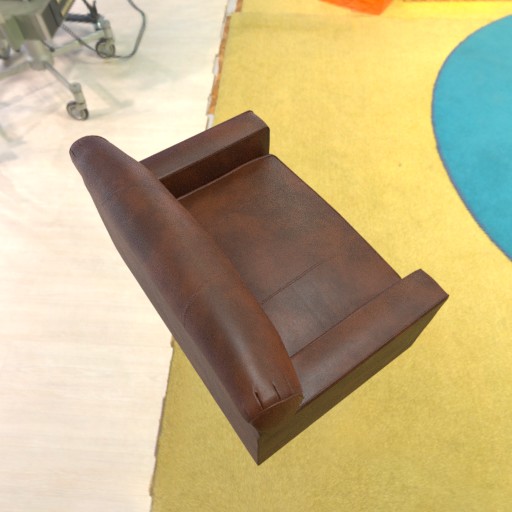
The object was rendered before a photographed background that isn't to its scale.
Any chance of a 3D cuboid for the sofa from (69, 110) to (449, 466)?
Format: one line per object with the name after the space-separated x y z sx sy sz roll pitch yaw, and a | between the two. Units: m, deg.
0.000 0.000 2.043 1.000 0.956 1.413 -31 62 -18 | sofa
